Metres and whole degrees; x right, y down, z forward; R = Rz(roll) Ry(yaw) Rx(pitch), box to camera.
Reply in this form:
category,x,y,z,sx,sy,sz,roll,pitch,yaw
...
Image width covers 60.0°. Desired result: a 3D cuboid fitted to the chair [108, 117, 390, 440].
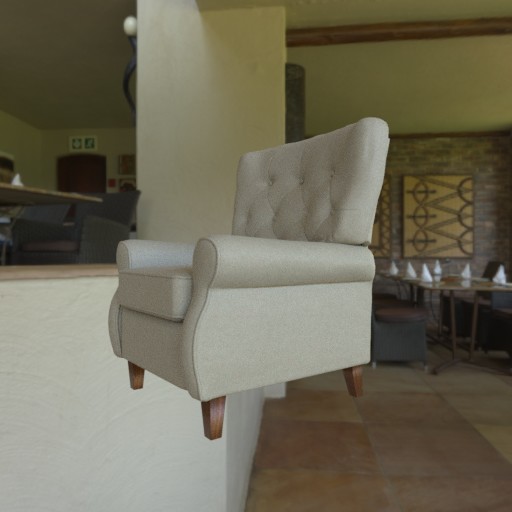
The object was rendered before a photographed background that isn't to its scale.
category,x,y,z,sx,sy,sz,roll,pitch,yaw
chair,0.000,0.000,1.925,1.059,1.158,0.943,0,1,-37
